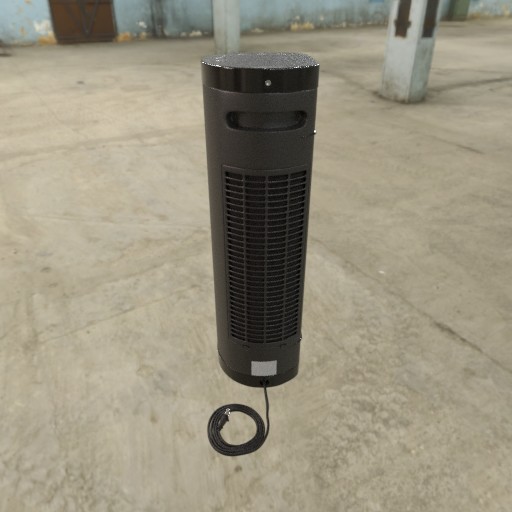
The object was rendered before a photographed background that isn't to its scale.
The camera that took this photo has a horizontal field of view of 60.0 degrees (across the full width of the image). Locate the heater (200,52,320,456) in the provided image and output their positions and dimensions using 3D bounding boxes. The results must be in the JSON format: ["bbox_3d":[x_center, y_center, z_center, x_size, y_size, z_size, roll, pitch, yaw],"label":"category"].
[{"bbox_3d":[0.000,0.000,0.694,0.174,0.552,0.312,-1,31,-3],"label":"heater"}]
